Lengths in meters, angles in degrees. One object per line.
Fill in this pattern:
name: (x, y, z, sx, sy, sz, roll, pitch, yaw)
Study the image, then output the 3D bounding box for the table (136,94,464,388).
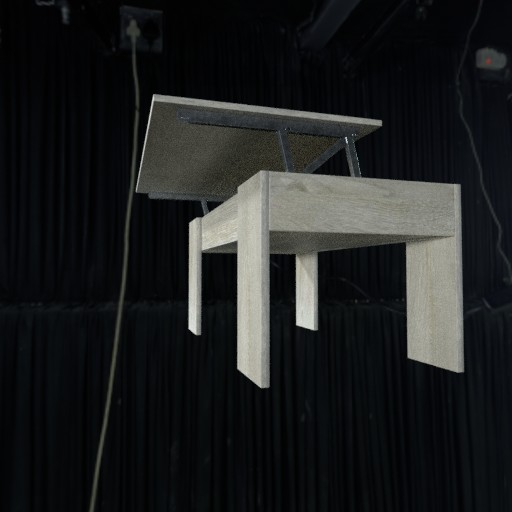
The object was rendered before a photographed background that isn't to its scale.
table: (0.000, 0.000, 1.411, 0.711, 0.570, 1.000, 1, -2, -17)
